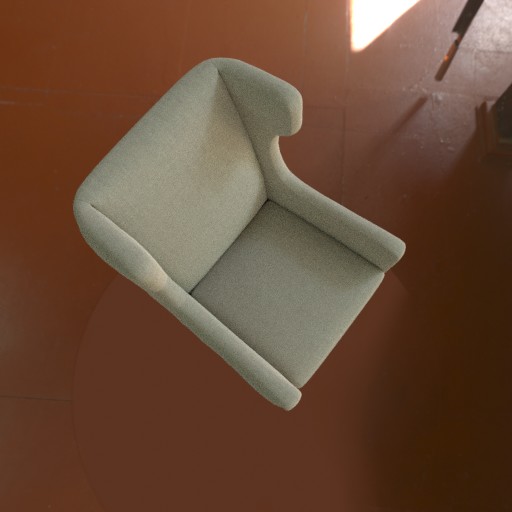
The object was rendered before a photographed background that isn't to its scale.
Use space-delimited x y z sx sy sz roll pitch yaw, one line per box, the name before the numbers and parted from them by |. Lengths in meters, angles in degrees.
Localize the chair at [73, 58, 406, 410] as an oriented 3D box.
chair | 0.000 0.000 1.695 0.899 1.079 0.778 37 78 9
